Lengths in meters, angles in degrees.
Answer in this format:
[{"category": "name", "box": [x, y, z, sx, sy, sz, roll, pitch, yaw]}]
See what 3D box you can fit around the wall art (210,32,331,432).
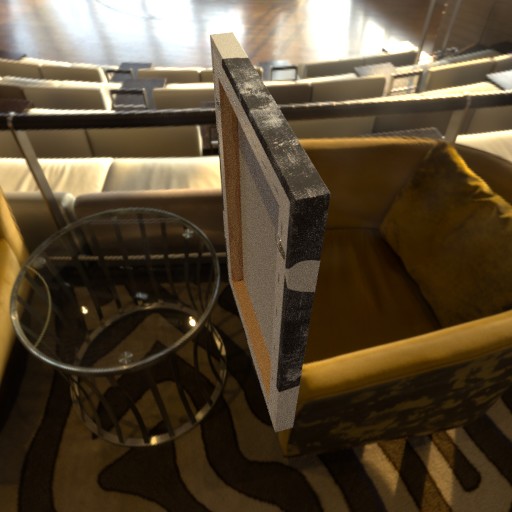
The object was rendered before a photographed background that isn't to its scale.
[{"category": "wall art", "box": [0.000, 0.000, 0.791, 0.039, 0.610, 0.407, -12, 49, -10]}]
